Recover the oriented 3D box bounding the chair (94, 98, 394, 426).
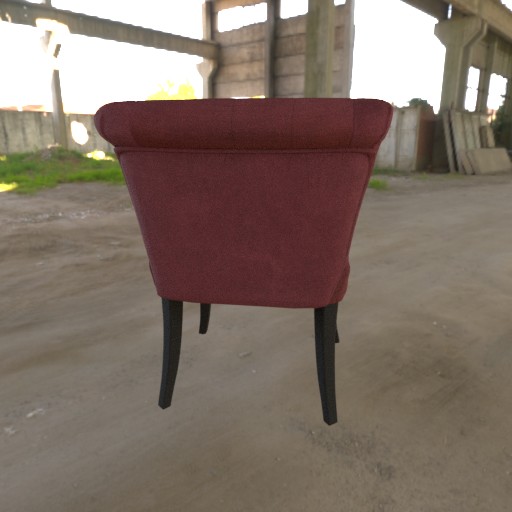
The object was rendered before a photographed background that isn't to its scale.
[{"bbox_3d":[0.000,0.000,1.169,0.582,0.750,0.605,2,16,8],"label":"chair"}]
